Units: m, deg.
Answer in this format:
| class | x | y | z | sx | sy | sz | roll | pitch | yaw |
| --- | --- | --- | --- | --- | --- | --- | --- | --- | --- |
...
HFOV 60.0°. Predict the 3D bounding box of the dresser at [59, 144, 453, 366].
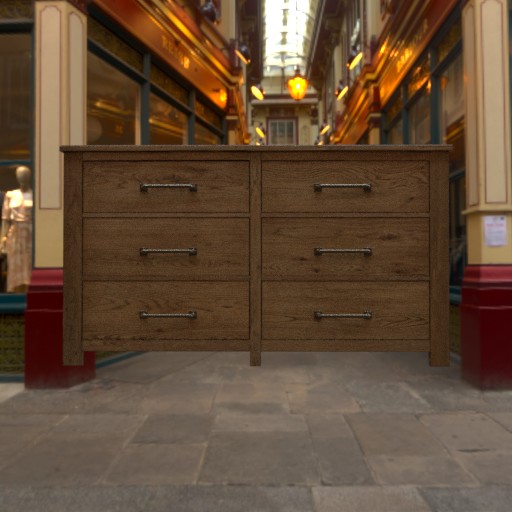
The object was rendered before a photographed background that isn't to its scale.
| class | x | y | z | sx | sy | sz | roll | pitch | yaw |
| --- | --- | --- | --- | --- | --- | --- | --- | --- | --- |
| dresser | 0.000 | 0.000 | 2.108 | 1.657 | 0.932 | 0.563 | 0 | -1 | 0 |
